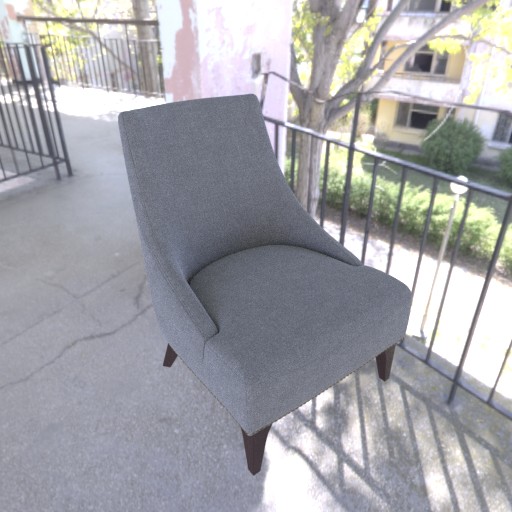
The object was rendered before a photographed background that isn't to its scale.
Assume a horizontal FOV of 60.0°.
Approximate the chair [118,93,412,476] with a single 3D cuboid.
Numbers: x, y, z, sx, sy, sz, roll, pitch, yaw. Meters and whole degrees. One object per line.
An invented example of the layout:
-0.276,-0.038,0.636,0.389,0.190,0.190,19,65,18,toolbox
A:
0.000,0.000,1.510,0.701,0.909,0.861,-21,36,-32,chair
